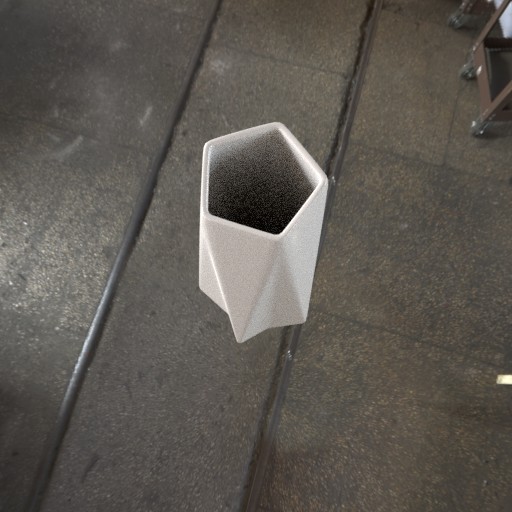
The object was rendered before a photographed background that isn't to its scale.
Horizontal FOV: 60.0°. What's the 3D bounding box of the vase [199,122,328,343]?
[{"bbox_3d":[0.000,0.000,0.387,0.122,0.329,0.116,-17,75,-5],"label":"vase"}]
